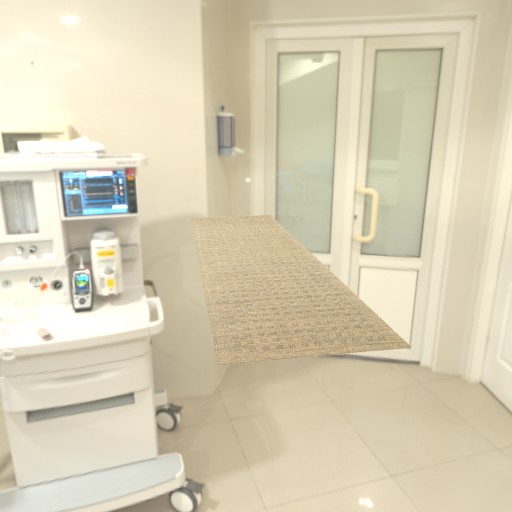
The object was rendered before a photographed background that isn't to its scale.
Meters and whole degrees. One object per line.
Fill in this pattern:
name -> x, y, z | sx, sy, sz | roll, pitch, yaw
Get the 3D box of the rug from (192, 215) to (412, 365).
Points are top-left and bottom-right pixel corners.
rug -> 0.000, 0.000, 2.659 | 0.688, 0.005, 2.437 | -3, 17, -10
